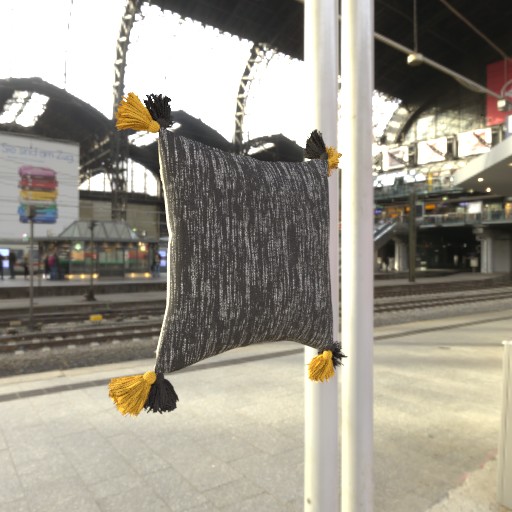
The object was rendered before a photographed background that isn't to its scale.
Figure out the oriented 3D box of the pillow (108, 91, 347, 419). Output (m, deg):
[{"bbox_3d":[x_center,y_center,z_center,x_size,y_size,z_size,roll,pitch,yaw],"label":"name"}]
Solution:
[{"bbox_3d":[0.000,0.000,0.991,0.654,0.659,0.139,0,-1,-37],"label":"pillow"}]
